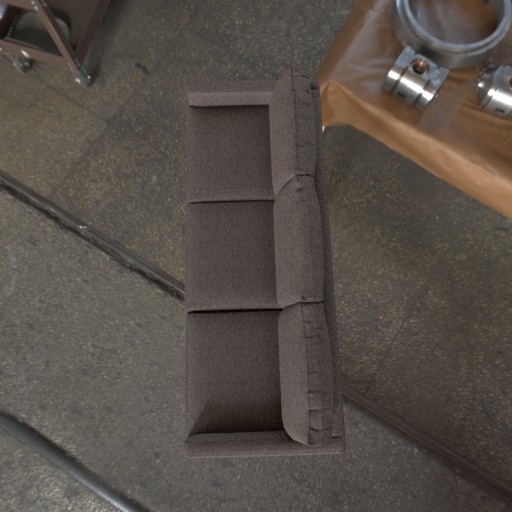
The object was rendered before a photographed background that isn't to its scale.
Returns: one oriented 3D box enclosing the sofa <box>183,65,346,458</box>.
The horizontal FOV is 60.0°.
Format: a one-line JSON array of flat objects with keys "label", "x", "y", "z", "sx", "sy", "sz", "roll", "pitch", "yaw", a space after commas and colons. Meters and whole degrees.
[{"label": "sofa", "x": 0.000, "y": 0.000, "z": 2.738, "sx": 0.876, "sy": 0.882, "sz": 2.253, "roll": -2, "pitch": 76, "yaw": 0}]
